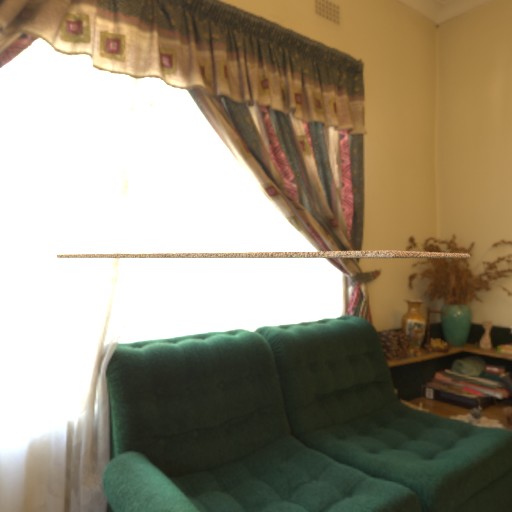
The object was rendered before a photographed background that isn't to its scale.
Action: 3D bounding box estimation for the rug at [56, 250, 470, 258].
[{"bbox_3d":[0.000,0.000,3.060,2.438,0.030,1.524,0,0,36],"label":"rug"}]
